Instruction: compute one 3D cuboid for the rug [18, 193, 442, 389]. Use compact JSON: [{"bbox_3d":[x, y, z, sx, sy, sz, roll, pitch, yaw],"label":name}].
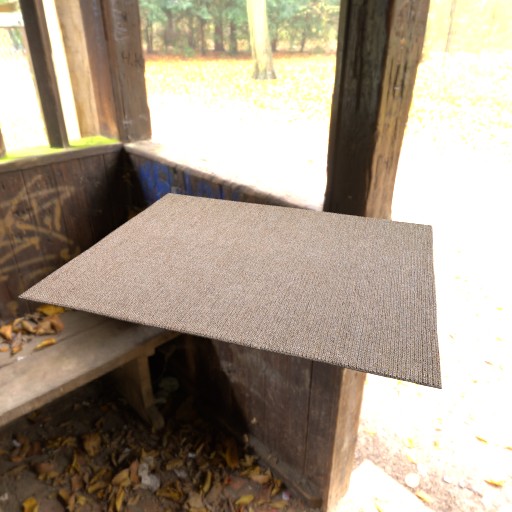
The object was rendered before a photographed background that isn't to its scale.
[{"bbox_3d":[0.000,0.000,3.960,3.034,0.012,2.406,9,29,16],"label":"rug"}]
